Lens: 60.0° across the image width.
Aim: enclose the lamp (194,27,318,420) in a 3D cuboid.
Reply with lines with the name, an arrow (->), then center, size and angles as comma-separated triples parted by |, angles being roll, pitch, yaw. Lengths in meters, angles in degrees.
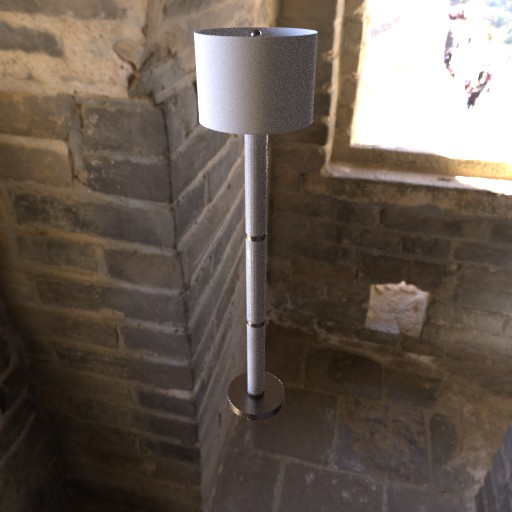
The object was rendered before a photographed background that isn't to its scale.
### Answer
lamp -> 0.000, 0.000, 1.752 | 0.377, 1.599, 0.377 | -20, 36, -29
